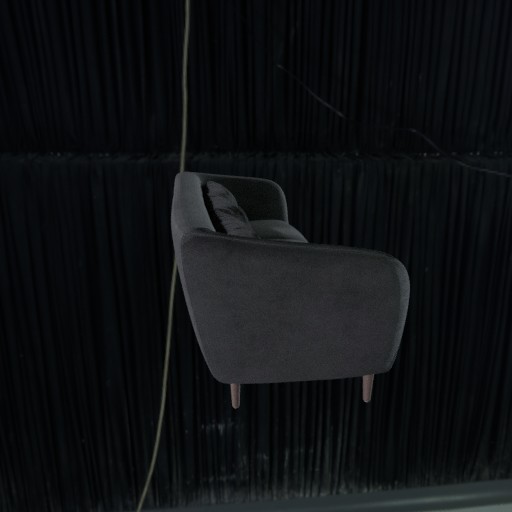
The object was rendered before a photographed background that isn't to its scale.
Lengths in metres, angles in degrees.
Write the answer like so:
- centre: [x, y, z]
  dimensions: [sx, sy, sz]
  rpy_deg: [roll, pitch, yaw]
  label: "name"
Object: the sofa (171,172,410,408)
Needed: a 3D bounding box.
- centre: [0.000, 0.000, 2.708]
  dimensions: [0.956, 0.875, 2.296]
  rpy_deg: [-3, 17, -9]
  label: "sofa"
